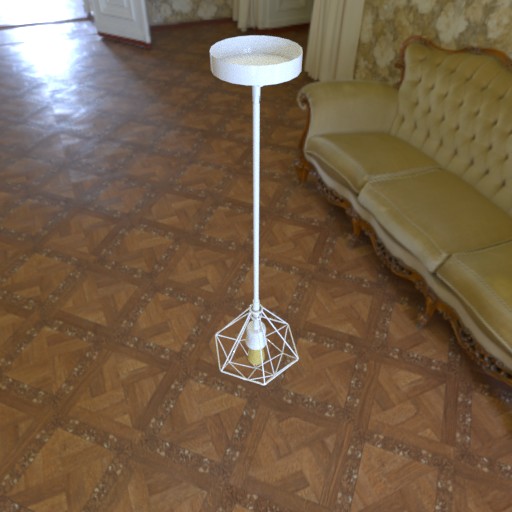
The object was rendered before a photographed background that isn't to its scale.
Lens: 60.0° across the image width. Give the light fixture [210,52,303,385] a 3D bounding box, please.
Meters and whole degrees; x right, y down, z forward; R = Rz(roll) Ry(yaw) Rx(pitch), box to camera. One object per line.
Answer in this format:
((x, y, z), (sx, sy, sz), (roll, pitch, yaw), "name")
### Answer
((0.000, 0.000, 1.996), (0.487, 1.764, 0.431), (14, 44, 15), "light fixture")
